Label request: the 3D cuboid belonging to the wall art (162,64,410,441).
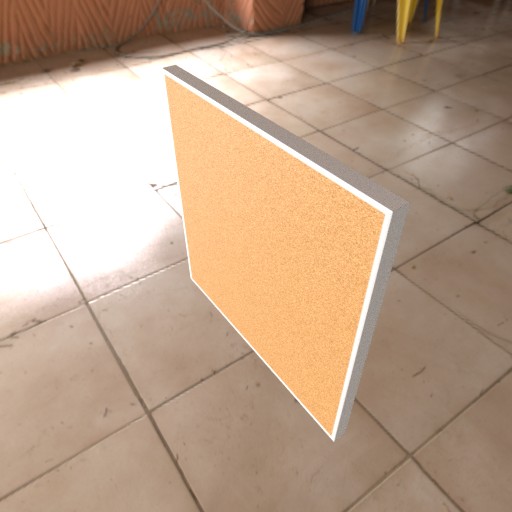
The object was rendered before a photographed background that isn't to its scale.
[{"bbox_3d":[0.000,0.000,1.174,0.041,0.765,0.768,-26,48,-26],"label":"wall art"}]
